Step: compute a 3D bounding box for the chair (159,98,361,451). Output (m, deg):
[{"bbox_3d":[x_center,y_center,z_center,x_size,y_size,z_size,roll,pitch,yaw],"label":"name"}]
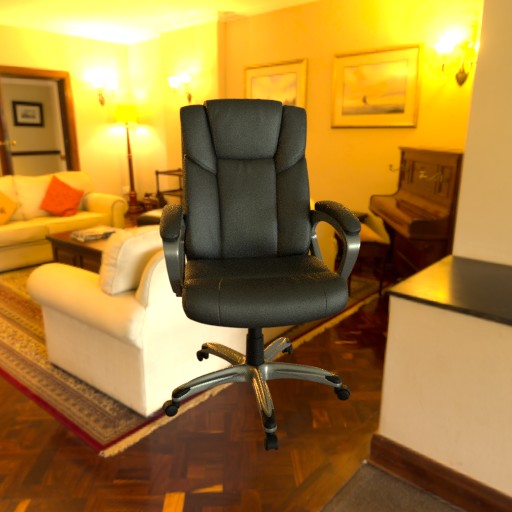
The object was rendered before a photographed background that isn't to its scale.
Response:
[{"bbox_3d":[0.000,0.000,1.619,0.721,1.130,0.719,-2,16,-7],"label":"chair"}]
